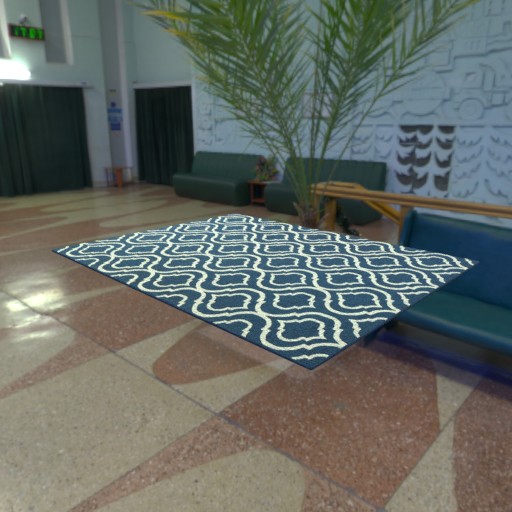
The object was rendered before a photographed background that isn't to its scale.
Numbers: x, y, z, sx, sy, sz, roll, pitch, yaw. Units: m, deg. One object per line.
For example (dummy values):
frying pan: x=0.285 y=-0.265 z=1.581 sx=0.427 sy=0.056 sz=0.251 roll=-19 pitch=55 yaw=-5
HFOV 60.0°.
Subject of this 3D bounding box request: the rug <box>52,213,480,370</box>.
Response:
rug: x=0.000 y=0.000 z=3.781 sx=2.881 sy=0.020 sz=2.270 roll=15 pitch=23 yaw=41
